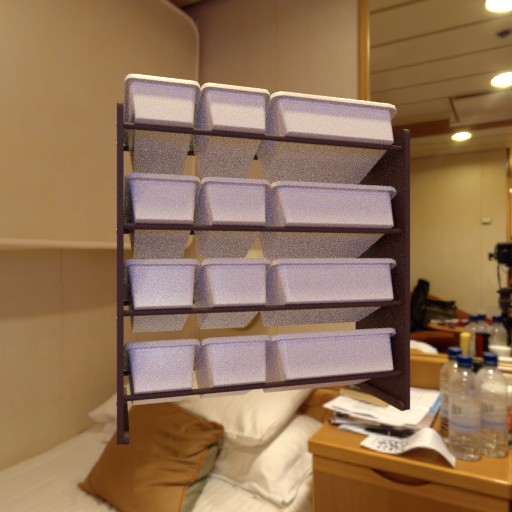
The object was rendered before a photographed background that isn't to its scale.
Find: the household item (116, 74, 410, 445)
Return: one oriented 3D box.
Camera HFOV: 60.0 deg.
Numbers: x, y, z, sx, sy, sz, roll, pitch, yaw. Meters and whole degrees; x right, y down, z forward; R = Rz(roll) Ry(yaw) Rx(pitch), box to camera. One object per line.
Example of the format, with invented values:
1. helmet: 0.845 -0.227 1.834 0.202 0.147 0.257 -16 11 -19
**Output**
1. household item: 0.000 0.000 1.309 0.787 0.864 0.389 0 0 -17
